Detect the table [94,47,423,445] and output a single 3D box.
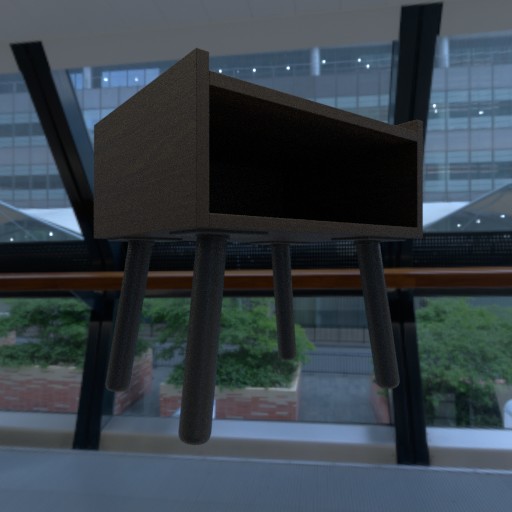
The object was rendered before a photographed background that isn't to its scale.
[{"bbox_3d":[0.000,0.000,0.784,0.450,0.470,0.370,0,0,-37],"label":"table"}]
